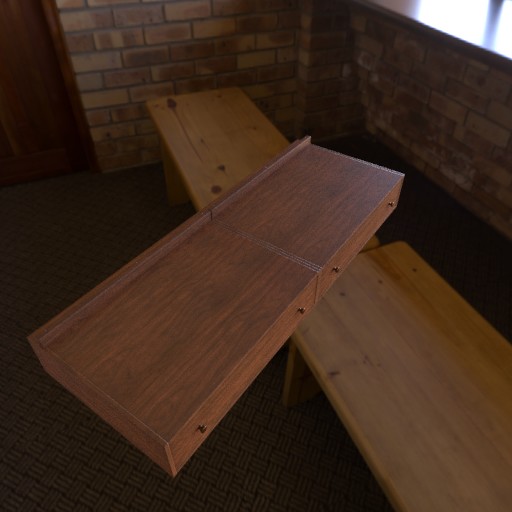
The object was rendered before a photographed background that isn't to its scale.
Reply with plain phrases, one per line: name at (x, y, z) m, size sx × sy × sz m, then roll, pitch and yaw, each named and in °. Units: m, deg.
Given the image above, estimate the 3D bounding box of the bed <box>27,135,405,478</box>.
bed at (0.000, 0.000, 2.300) m, size 0.787 × 0.326 × 2.057 m, roll 26°, pitch 48°, yaw 26°
